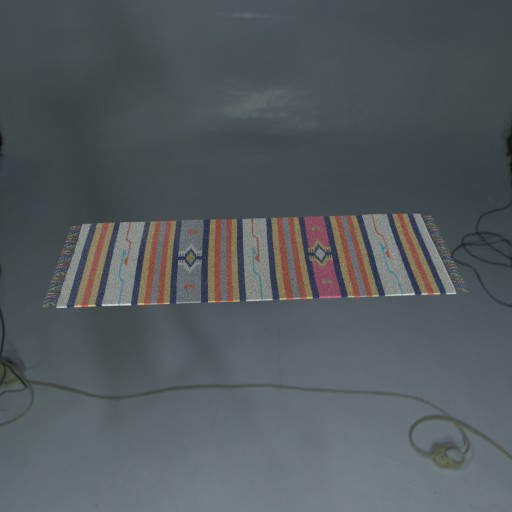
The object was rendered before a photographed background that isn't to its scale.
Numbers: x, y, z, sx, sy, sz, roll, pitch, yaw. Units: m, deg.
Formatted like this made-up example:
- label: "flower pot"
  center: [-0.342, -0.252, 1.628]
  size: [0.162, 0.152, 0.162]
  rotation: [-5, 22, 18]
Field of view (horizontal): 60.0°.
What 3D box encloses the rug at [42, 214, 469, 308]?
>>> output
- label: "rug"
  center: [0.000, 0.000, 2.772]
  size: [2.455, 0.017, 0.695]
  rotation: [-2, 47, -2]
